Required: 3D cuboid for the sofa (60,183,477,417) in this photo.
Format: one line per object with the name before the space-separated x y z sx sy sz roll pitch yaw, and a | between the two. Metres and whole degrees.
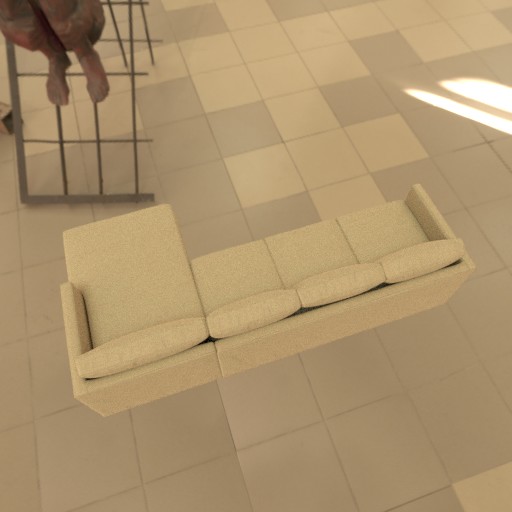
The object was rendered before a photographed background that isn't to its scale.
sofa | 0.000 0.000 3.861 3.177 0.867 1.622 -16 61 -9
